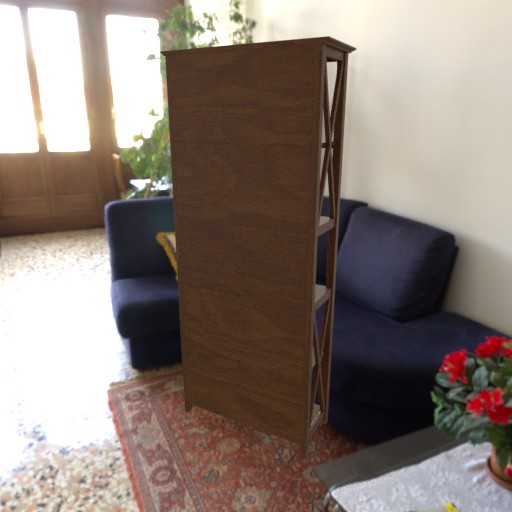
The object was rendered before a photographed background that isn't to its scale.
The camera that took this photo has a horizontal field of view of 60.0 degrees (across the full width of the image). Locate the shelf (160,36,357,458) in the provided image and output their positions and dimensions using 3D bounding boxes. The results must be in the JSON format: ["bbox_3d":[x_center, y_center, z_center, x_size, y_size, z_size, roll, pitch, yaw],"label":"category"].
[{"bbox_3d":[0.000,0.000,2.238,0.805,1.905,0.335,9,20,28],"label":"shelf"}]
